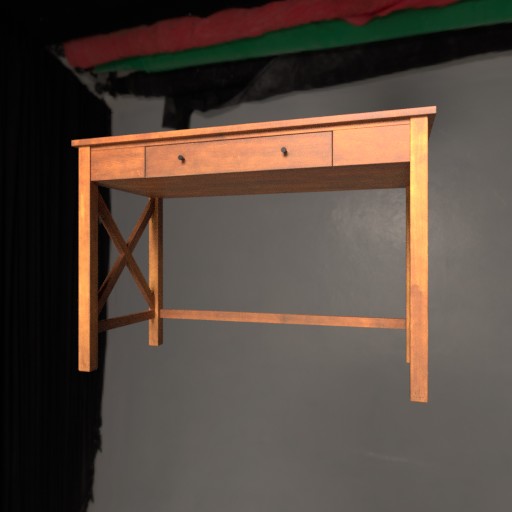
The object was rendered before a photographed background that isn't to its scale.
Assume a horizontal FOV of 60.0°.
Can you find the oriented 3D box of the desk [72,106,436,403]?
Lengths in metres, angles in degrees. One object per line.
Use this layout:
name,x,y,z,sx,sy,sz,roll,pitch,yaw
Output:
desk,0.000,0.000,1.531,1.117,0.762,0.508,0,0,17
